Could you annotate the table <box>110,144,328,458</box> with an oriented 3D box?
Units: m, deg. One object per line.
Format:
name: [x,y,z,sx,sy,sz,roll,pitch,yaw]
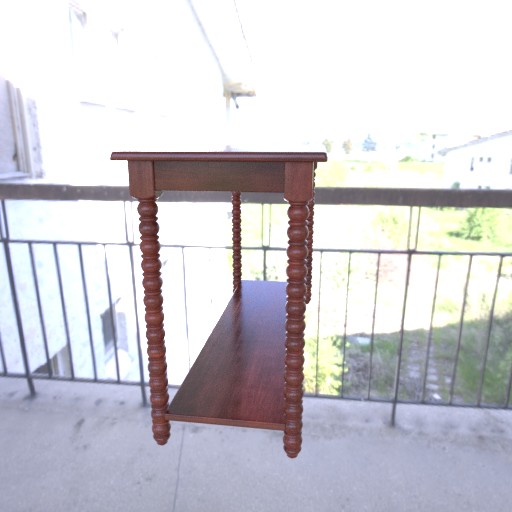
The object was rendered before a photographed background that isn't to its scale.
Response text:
table: [0.000,0.000,1.547,0.459,0.740,1.184,2,15,8]
